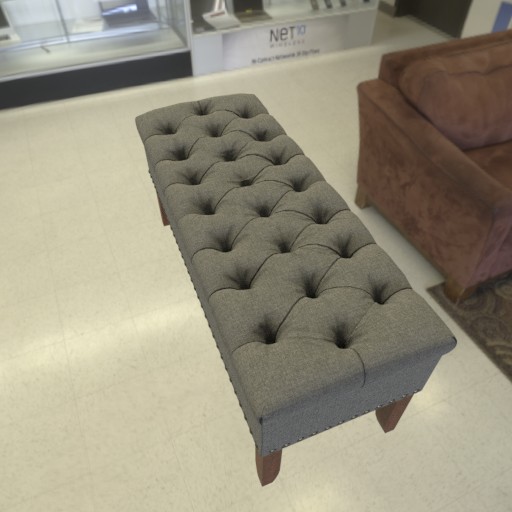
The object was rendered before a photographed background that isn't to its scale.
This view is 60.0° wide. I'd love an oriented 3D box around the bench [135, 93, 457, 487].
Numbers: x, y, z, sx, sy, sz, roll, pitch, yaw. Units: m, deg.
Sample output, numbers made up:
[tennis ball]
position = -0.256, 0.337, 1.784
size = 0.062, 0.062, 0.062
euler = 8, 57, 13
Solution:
[bench]
position = 0.000, 0.000, 1.262
size = 0.417, 0.470, 1.052
euler = -16, 49, -15
